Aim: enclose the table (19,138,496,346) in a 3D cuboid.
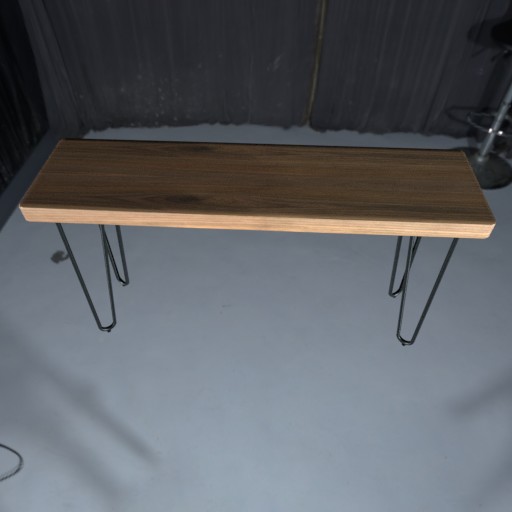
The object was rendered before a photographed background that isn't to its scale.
[{"bbox_3d":[0.000,0.000,1.888,1.570,0.834,0.425,2,47,2],"label":"table"}]
